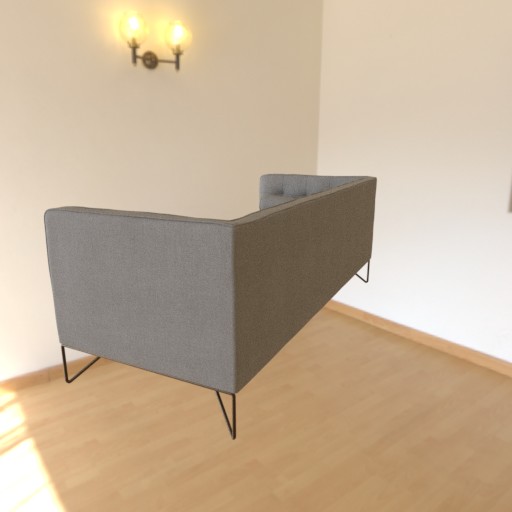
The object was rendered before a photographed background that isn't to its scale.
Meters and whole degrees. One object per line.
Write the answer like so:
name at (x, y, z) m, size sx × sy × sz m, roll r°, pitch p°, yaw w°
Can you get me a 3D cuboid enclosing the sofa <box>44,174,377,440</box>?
sofa at (0.000, 0.000, 2.563) m, size 0.912 × 0.798 × 2.079 m, roll 7°, pitch 16°, yaw 26°
